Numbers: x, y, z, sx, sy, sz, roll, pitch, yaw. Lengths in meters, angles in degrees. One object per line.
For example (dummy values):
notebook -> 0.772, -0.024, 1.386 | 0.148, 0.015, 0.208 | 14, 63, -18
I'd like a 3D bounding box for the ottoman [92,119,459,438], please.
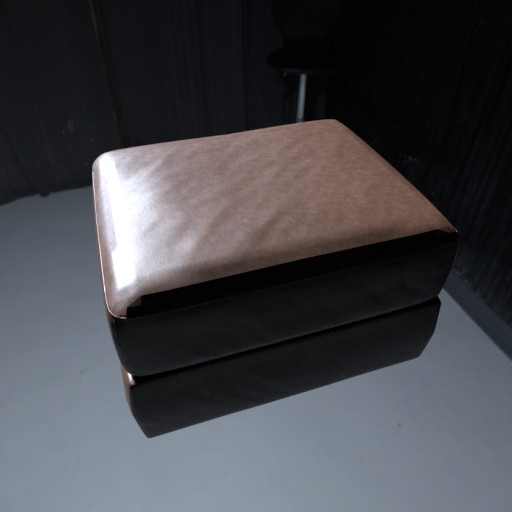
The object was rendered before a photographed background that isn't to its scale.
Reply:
ottoman -> 0.000, 0.000, 1.142 | 0.751, 0.476, 0.603 | -12, 43, -14
